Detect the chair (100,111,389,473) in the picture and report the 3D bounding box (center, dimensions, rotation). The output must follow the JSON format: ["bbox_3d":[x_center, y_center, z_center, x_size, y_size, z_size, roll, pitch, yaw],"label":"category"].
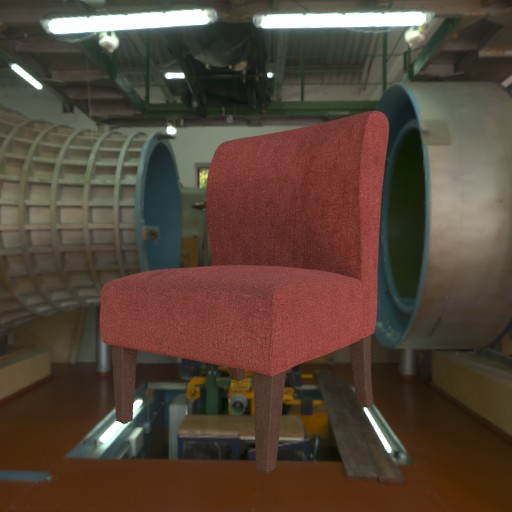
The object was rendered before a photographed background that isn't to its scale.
[{"bbox_3d":[0.000,0.000,1.215,0.538,0.846,0.640,0,0,36],"label":"chair"}]
